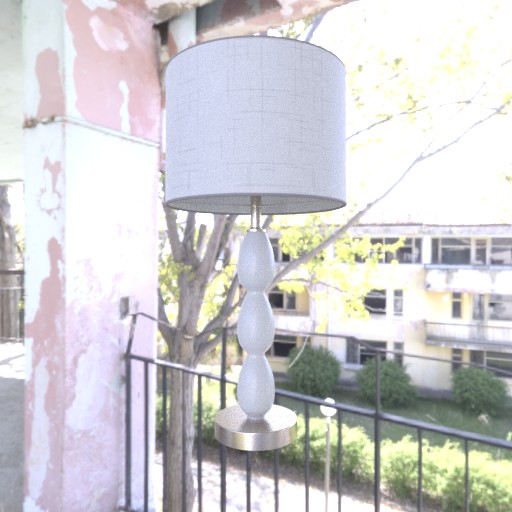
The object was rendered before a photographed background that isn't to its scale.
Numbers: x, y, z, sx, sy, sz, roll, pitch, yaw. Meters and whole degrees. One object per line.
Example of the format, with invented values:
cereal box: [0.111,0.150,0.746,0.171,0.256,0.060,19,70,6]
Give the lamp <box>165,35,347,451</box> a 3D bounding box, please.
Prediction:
lamp: [0.000,0.000,0.699,0.280,0.559,0.282,0,0,36]
